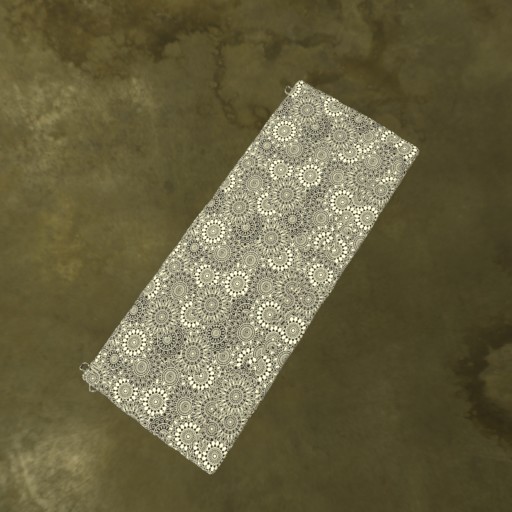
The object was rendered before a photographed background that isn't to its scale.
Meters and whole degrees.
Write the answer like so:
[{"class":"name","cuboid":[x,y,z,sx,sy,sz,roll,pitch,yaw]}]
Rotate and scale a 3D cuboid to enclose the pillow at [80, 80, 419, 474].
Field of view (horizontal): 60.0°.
[{"class":"pillow","cuboid":[0.000,0.000,1.343,0.492,0.081,1.187,33,79,7]}]
